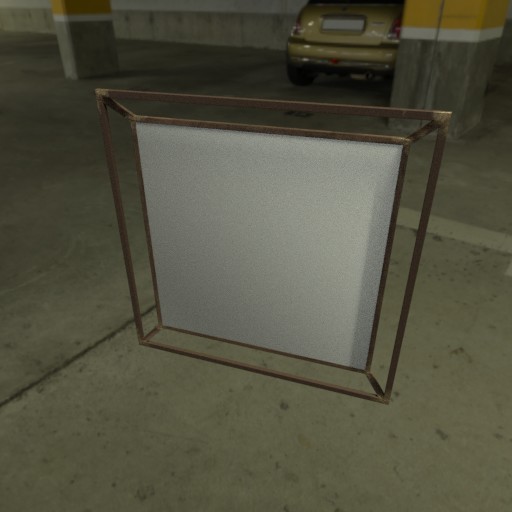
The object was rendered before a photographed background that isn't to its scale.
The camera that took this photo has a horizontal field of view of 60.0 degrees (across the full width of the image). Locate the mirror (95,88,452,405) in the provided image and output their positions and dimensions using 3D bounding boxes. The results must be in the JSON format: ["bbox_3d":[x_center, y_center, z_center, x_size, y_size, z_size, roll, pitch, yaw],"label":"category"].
[{"bbox_3d":[0.000,0.000,0.893,0.610,0.610,0.032,9,31,16],"label":"mirror"}]
